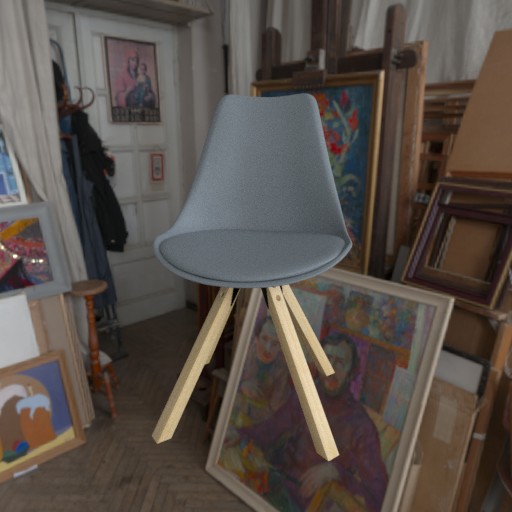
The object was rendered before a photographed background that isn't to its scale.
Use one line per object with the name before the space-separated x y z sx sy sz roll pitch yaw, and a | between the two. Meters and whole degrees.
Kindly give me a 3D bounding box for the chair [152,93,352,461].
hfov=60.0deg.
chair | 0.000 0.000 1.174 0.485 0.850 0.549 2 15 8
